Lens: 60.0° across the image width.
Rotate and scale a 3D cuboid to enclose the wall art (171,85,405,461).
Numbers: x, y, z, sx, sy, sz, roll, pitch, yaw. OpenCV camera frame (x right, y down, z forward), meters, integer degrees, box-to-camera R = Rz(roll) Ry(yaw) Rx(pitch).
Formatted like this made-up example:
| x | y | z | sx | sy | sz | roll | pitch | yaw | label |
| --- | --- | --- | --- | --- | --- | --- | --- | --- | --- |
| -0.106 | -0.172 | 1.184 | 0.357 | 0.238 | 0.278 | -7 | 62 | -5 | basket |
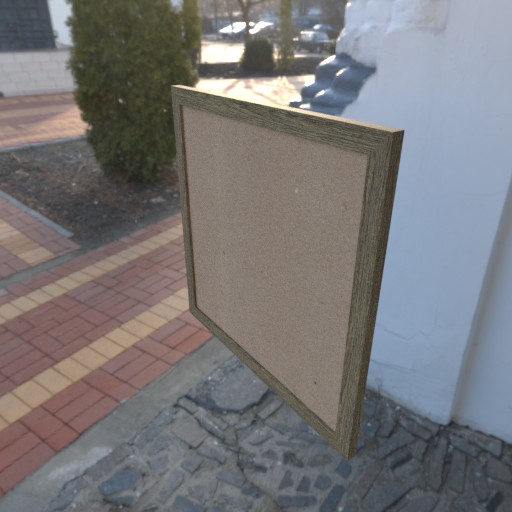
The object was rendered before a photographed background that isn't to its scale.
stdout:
| x | y | z | sx | sy | sz | roll | pitch | yaw | label |
| --- | --- | --- | --- | --- | --- | --- | --- | --- | --- |
| 0.000 | 0.000 | 0.765 | 0.019 | 0.508 | 0.508 | -19 | 33 | -32 | wall art |
